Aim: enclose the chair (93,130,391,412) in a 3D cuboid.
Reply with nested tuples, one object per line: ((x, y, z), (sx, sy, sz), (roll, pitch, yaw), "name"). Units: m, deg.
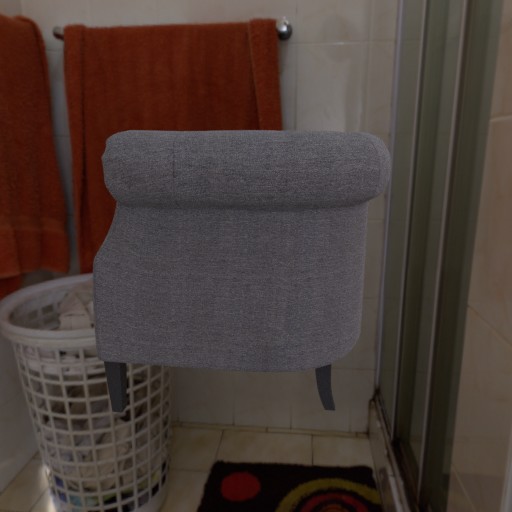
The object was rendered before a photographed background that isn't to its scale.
((0.000, 0.000, 1.538), (0.852, 0.827, 0.905), (2, 14, 8), "chair")
